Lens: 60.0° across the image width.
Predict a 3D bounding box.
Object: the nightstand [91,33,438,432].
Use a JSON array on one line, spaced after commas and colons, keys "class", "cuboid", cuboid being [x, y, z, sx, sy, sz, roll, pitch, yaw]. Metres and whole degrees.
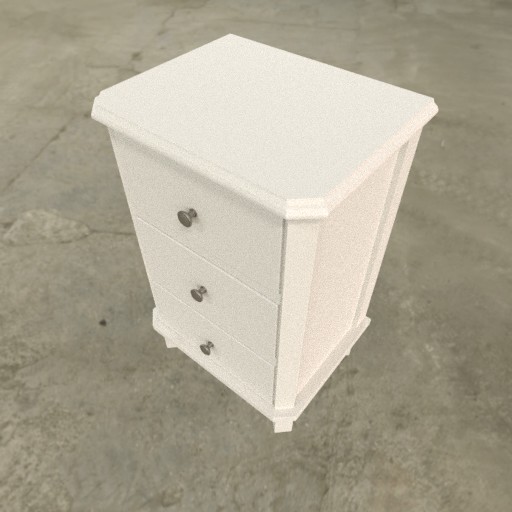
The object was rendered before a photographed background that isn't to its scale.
[{"class": "nightstand", "cuboid": [0.000, 0.000, 0.914, 0.435, 0.681, 0.351, 30, 54, 26]}]
